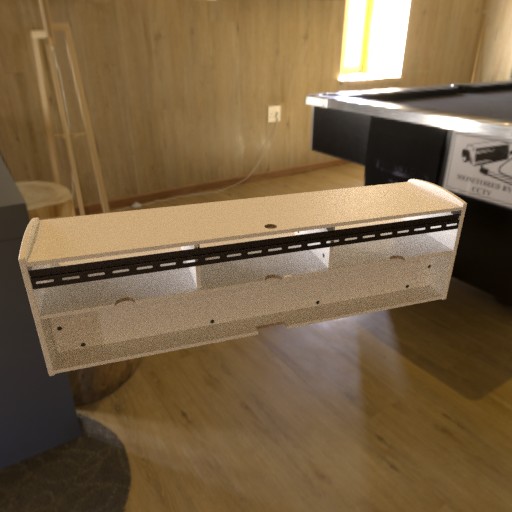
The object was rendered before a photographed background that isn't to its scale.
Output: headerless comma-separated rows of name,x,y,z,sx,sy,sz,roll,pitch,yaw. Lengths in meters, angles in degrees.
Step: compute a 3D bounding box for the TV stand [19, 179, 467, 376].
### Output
TV stand,0.000,0.000,1.651,1.473,0.424,0.397,-8,27,-16
